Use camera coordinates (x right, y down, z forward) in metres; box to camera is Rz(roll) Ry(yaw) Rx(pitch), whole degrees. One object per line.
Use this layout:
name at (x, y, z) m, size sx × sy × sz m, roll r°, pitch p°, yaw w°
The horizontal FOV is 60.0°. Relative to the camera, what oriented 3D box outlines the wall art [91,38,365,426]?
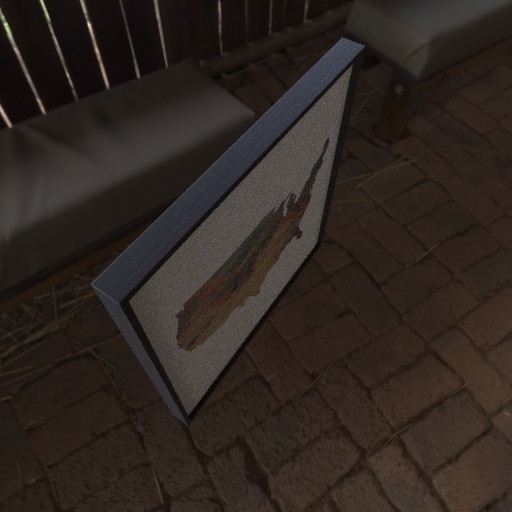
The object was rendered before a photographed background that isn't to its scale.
wall art at (0.000, 0.000, 0.747) m, size 0.038 × 0.507 × 0.507 m, roll 30°, pitch 62°, yaw 18°
